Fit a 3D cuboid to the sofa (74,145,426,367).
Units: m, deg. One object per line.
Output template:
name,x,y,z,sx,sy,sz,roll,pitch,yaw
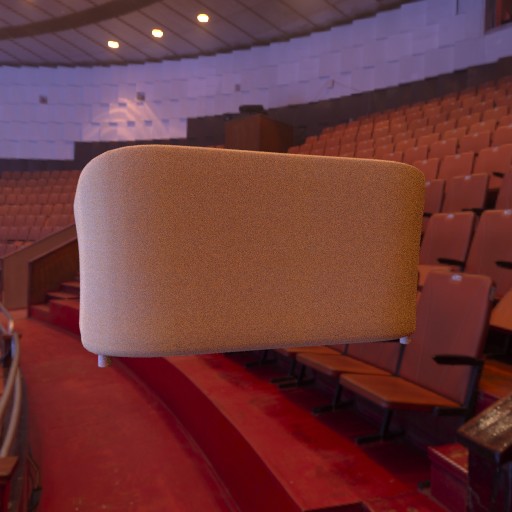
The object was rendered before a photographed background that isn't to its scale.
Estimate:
sofa,0.000,0.000,1.843,1.452,0.721,0.705,0,1,-18
